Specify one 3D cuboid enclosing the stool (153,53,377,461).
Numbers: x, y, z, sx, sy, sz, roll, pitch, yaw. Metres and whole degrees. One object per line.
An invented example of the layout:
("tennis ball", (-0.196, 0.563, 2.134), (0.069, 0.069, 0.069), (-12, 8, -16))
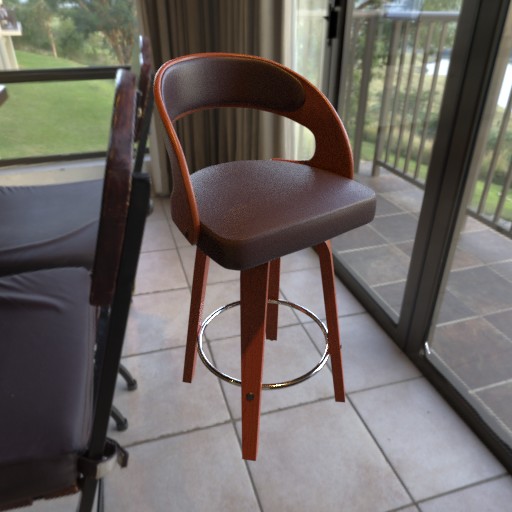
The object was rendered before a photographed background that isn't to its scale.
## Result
("stool", (0.000, 0.000, 1.167), (0.457, 0.940, 0.457), (-20, 36, -30))
